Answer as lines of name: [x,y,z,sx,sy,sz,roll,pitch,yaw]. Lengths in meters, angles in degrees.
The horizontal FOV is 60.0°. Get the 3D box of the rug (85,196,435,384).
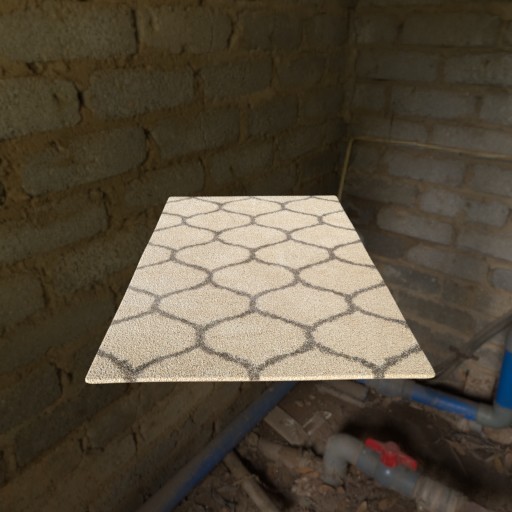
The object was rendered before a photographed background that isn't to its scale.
rug: [0.000,0.000,2.930,1.501,0.024,2.348,-1,27,-1]
